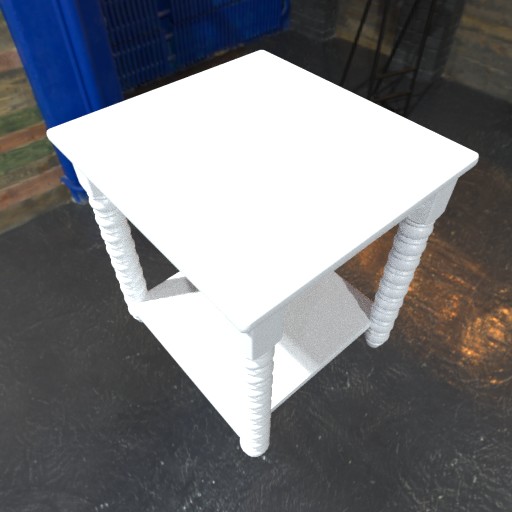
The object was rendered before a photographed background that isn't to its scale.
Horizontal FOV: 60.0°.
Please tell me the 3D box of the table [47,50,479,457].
[{"bbox_3d":[0.000,0.000,0.943,0.500,0.563,0.533,-33,56,-26],"label":"table"}]
